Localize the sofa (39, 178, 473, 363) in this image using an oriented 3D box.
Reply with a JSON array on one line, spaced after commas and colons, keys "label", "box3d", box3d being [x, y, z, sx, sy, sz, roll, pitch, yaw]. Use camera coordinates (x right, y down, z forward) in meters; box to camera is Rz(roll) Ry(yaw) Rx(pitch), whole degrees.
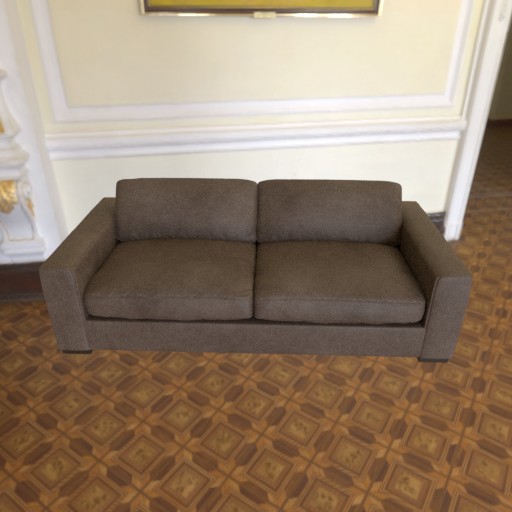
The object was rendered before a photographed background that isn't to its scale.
[{"label": "sofa", "box3d": [0.000, 0.000, 2.797, 2.262, 0.801, 1.070, 1, 29, 2]}]
